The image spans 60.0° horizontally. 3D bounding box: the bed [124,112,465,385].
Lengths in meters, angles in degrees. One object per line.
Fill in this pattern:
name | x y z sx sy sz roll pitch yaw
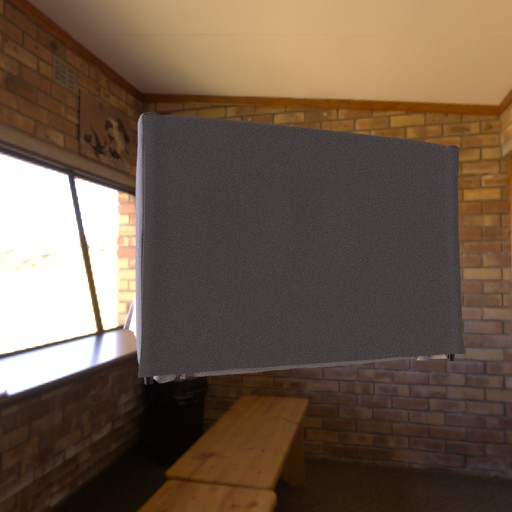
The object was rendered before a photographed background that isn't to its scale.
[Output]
bed | 0.000 0.000 3.466 1.925 1.332 2.276 1 -2 -18
